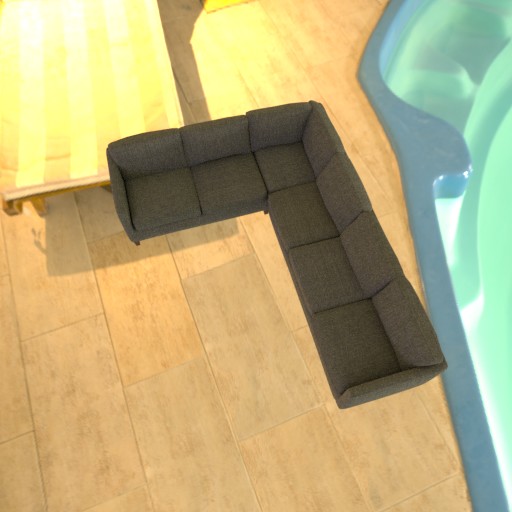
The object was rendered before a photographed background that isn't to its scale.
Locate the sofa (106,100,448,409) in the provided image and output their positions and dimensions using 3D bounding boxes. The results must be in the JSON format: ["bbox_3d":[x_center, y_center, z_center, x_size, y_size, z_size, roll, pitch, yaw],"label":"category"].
[{"bbox_3d":[0.000,0.000,4.572,2.593,0.947,3.302,-14,64,-7],"label":"sofa"}]
